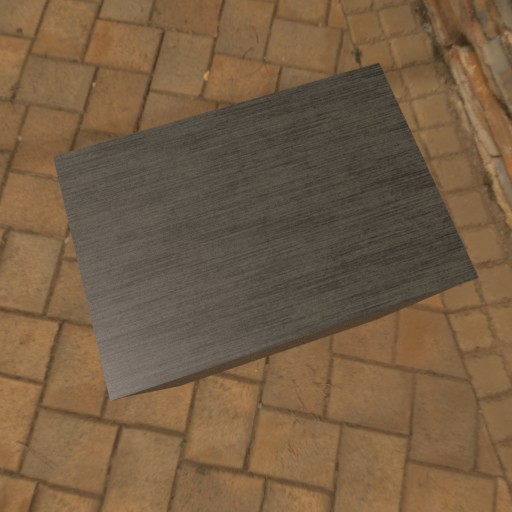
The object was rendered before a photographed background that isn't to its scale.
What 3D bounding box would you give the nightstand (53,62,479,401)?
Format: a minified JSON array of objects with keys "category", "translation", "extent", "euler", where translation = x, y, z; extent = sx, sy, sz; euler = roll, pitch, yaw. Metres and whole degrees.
[{"category":"nightstand","translation":[0.000,0.000,0.762],"extent":[0.441,0.460,0.325],"euler":[-18,76,-4]}]
